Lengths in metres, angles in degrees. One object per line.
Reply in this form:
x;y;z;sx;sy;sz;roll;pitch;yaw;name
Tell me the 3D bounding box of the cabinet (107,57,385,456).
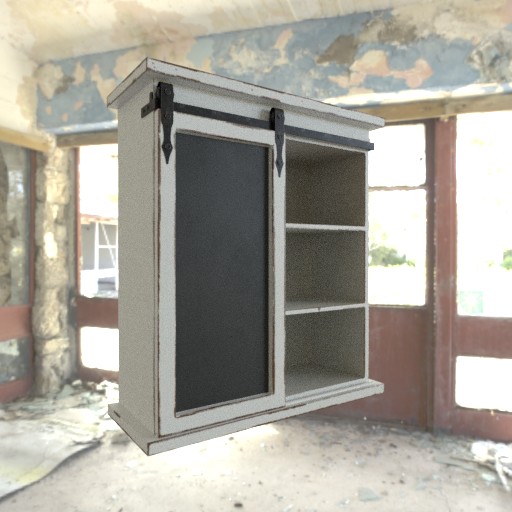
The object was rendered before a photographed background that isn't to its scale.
0.000;0.000;0.907;0.541;0.603;0.210;0;1;-34;cabinet
